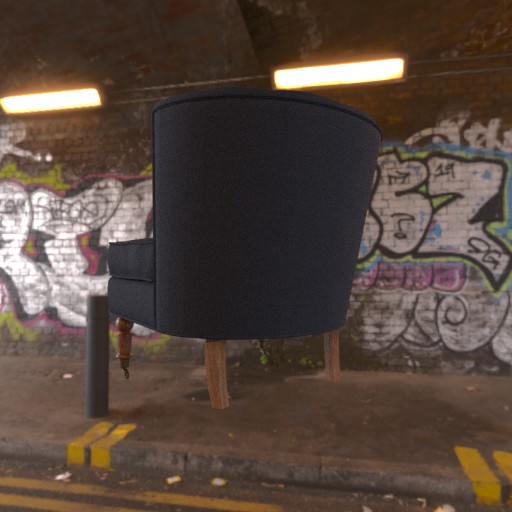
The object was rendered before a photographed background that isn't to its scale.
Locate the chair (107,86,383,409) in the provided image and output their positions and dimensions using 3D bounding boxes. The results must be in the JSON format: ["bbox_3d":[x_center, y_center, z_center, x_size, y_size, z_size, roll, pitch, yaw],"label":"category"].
[{"bbox_3d":[0.000,0.000,1.346,0.740,0.771,0.718,1,-2,-38],"label":"chair"}]
